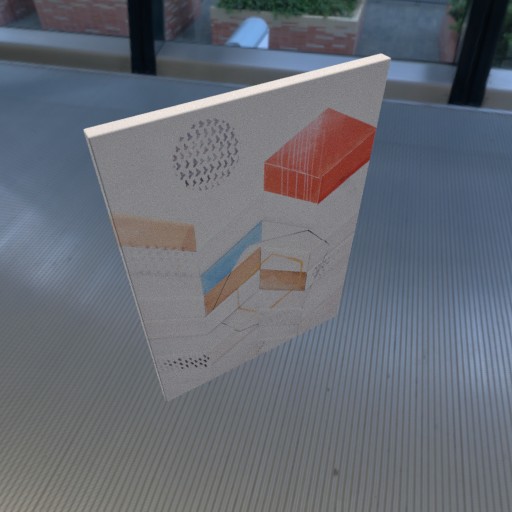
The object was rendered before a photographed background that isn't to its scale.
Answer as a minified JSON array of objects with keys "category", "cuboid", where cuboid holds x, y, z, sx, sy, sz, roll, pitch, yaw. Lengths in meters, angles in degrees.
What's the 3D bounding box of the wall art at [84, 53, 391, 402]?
[{"category":"wall art","cuboid":[0.000,0.000,1.093,0.613,0.848,0.036,-22,49,-21]}]
